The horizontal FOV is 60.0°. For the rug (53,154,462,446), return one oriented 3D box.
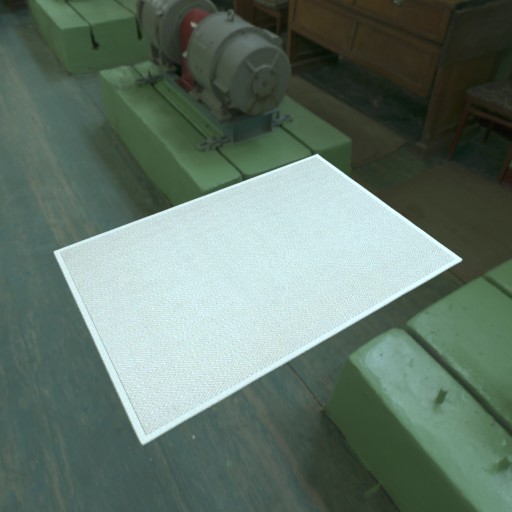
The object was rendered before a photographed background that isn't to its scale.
[{"bbox_3d":[0.000,0.000,2.929,2.244,0.017,1.532,-24,49,-23],"label":"rug"}]
